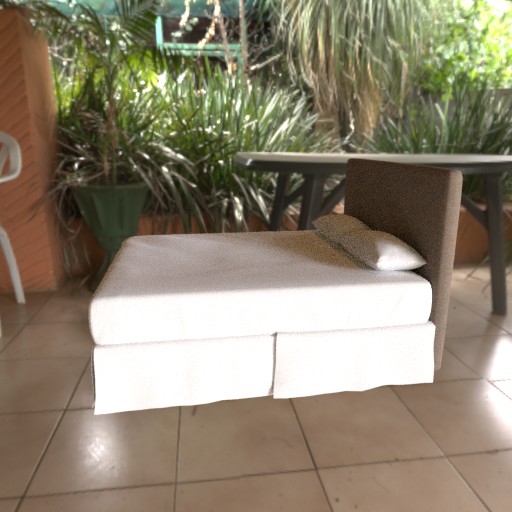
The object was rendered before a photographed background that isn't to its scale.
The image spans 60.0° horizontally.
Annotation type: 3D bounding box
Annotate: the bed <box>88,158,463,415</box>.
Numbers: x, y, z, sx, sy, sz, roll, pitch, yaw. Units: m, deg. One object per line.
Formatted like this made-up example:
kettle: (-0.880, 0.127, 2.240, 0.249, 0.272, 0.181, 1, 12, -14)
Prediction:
bed: (0.000, 0.000, 3.233, 2.142, 1.330, 1.723, -2, 15, -8)
